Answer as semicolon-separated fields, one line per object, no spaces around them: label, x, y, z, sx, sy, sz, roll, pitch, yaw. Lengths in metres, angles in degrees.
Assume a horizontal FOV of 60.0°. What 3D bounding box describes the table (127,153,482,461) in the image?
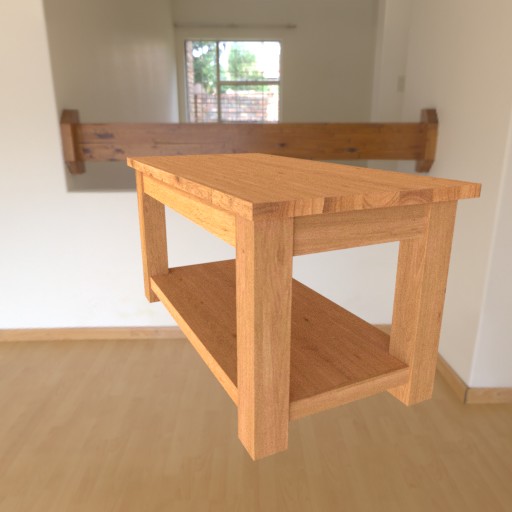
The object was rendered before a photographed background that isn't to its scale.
table;0.000;0.000;1.140;0.450;0.452;0.899;-8;19;-25
